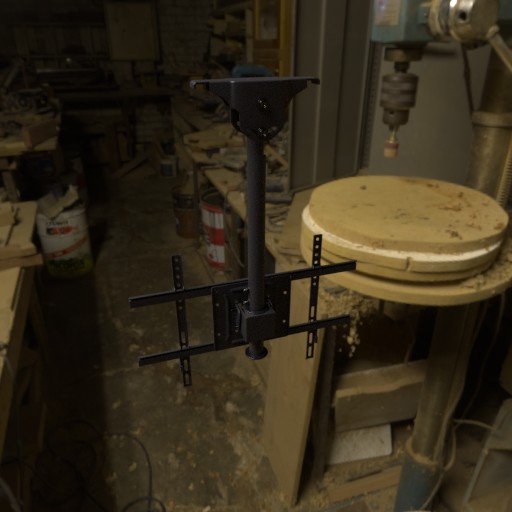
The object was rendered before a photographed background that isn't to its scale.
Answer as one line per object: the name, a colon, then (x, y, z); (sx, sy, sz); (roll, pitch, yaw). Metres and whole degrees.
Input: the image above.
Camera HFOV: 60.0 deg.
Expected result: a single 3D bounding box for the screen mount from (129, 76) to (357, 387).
screen mount: (0.000, 0.000, 1.041); (0.595, 0.775, 0.090); (-9, 28, -17)
